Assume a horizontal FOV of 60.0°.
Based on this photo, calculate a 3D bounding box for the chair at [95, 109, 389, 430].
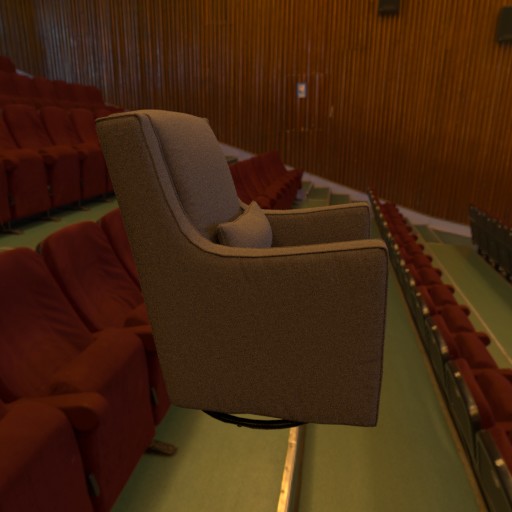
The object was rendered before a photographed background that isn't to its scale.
[{"bbox_3d":[0.000,0.000,1.583,0.879,0.993,0.732,3,16,9],"label":"chair"}]
